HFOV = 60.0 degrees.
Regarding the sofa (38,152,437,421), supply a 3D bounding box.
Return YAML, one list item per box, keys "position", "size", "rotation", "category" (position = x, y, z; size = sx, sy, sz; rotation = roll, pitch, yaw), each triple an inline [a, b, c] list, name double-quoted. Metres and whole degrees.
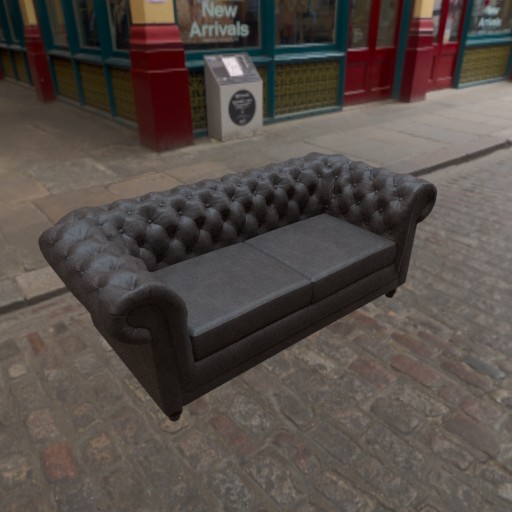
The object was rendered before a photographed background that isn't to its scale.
- position: [0.000, 0.000, 2.511]
  size: [2.048, 0.779, 0.944]
  rotation: [-21, 34, -34]
  category: "sofa"
